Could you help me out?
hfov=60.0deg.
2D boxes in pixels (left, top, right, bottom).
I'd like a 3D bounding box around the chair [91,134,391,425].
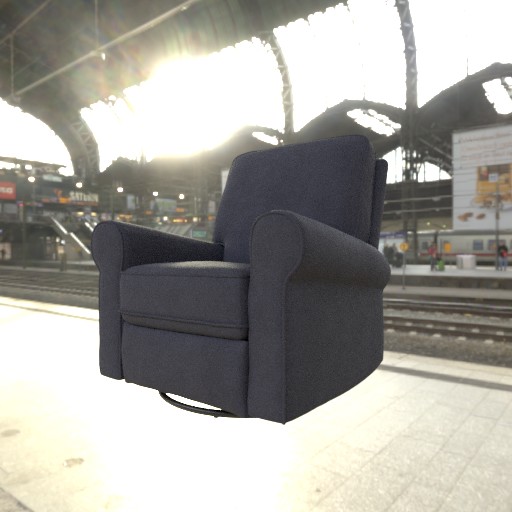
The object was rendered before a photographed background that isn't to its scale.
[{"bbox_3d":[0.000,0.000,1.666,0.890,0.961,0.878,1,1,36],"label":"chair"}]
